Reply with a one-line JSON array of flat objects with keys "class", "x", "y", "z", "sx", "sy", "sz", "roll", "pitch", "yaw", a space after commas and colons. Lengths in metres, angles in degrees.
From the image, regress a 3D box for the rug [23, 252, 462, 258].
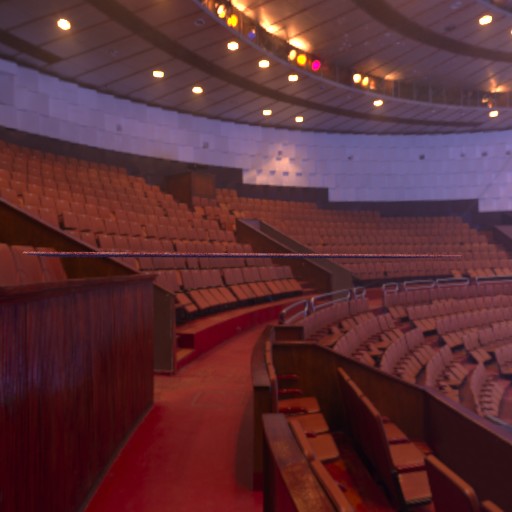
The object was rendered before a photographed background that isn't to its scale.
[{"class": "rug", "x": 0.000, "y": 0.000, "z": 2.711, "sx": 2.435, "sy": 0.011, "sz": 0.750, "roll": 0, "pitch": -1, "yaw": -18}]
